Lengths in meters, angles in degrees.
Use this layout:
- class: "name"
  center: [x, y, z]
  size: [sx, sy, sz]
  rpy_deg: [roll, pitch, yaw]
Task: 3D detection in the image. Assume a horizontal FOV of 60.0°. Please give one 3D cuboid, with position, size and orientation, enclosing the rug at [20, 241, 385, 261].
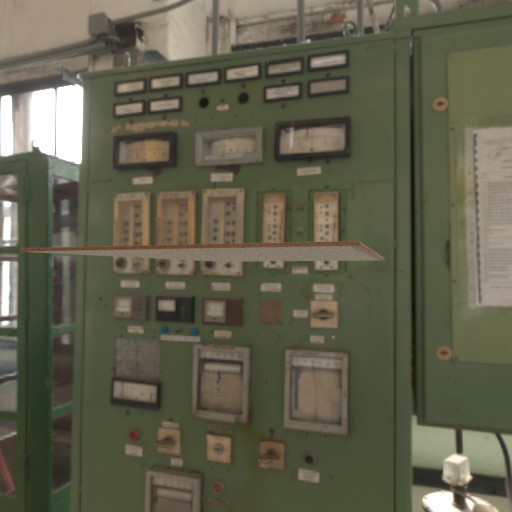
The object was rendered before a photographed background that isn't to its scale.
- class: "rug"
  center: [0.000, 0.000, 2.295]
  size: [1.219, 0.014, 1.829]
  rpy_deg: [-1, -2, 18]
